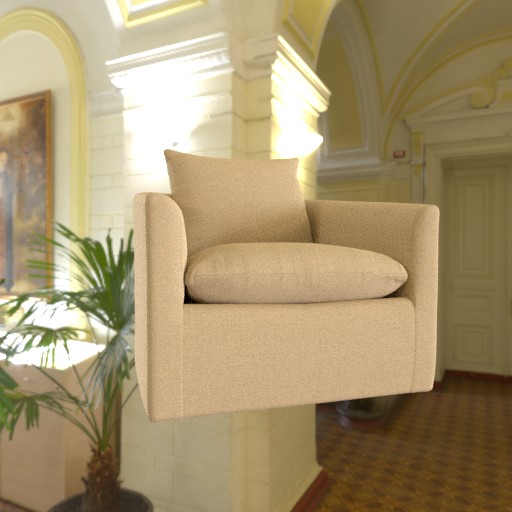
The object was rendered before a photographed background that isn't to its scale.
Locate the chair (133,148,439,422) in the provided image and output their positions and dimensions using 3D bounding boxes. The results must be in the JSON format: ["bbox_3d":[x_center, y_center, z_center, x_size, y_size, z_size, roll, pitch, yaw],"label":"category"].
[{"bbox_3d":[0.000,0.000,1.578,0.845,0.848,0.910,0,0,-18],"label":"chair"}]
